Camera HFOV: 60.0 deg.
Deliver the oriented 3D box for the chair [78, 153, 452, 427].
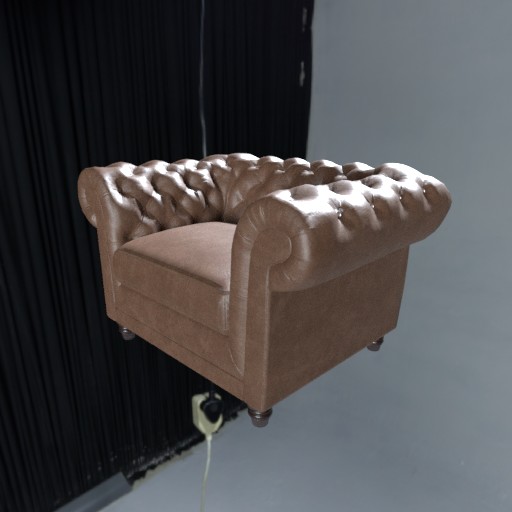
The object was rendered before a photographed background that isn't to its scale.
[{"bbox_3d":[0.000,0.000,1.869,0.954,0.784,1.298,-16,23,-42],"label":"chair"}]
